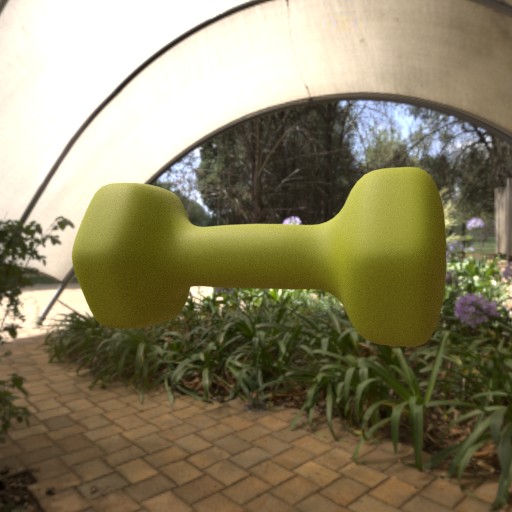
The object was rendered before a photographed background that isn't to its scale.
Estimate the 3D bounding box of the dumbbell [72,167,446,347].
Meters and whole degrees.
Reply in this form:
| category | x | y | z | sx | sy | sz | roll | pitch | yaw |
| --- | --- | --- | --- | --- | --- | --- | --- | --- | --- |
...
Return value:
| category | x | y | z | sx | sy | sz | roll | pitch | yaw |
| --- | --- | --- | --- | --- | --- | --- | --- | --- | --- |
| dumbbell | 0.000 | 0.000 | 0.209 | 0.164 | 0.072 | 0.080 | 0 | 1 | 19 |
